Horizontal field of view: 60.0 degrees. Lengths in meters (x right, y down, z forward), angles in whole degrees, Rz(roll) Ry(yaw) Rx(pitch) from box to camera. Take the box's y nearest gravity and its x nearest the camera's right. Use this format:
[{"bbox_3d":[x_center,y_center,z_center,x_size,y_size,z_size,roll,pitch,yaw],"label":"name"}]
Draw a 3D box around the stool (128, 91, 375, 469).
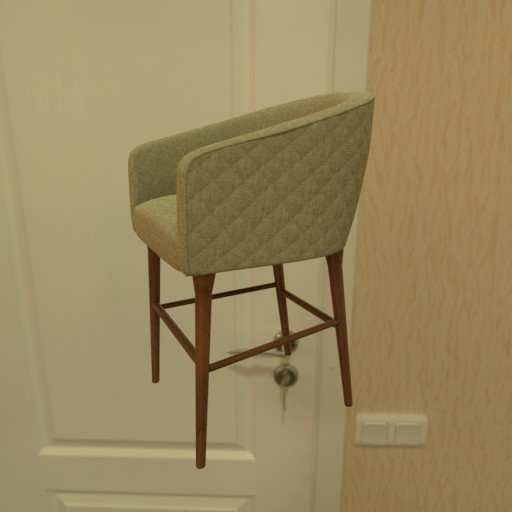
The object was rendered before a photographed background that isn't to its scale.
[{"bbox_3d":[0.000,0.000,1.340,0.635,0.952,0.559,-8,17,-26],"label":"stool"}]
